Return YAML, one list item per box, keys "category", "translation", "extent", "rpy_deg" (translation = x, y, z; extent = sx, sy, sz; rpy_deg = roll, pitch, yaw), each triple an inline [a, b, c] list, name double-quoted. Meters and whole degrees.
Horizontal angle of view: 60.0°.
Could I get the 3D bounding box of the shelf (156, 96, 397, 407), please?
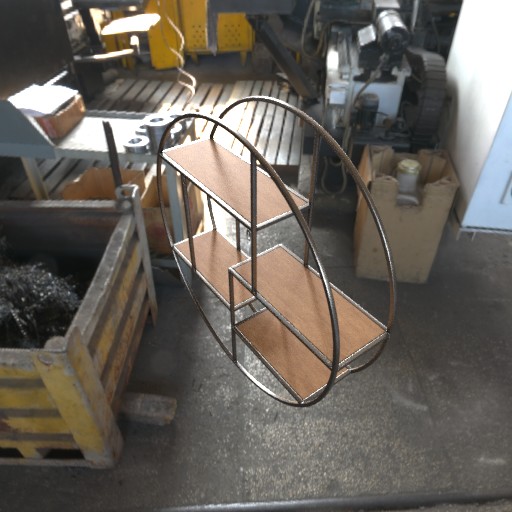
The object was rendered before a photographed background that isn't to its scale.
- category: "shelf"
  translation: [0.000, 0.000, 1.340]
  extent: [0.202, 0.888, 0.888]
  rpy_deg: [-25, 46, -27]
